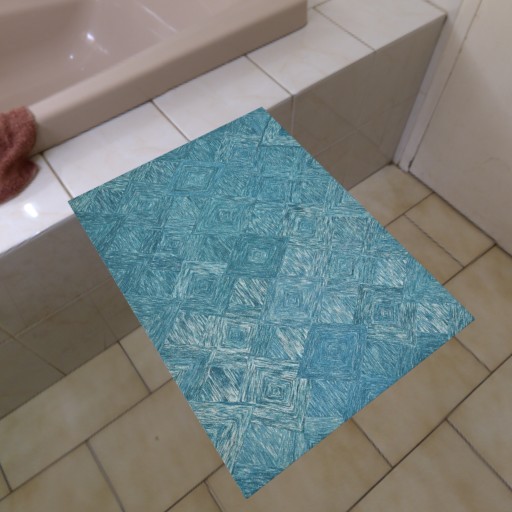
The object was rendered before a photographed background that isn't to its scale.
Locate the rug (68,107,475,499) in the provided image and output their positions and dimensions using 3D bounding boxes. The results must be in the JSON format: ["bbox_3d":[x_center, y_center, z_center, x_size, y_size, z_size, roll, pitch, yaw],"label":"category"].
[{"bbox_3d":[0.000,0.000,4.164,2.405,0.027,3.217,-31,65,-17],"label":"rug"}]
